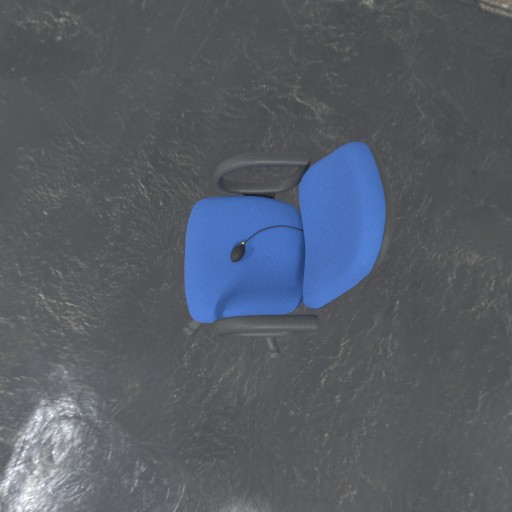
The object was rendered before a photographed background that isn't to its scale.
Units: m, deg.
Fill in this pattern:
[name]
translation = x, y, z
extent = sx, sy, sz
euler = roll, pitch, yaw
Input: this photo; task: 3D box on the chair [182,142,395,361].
[chair]
translation = 0.000, 0.000, 1.263
extent = 0.549, 0.905, 0.552
euler = -1, 75, 0
